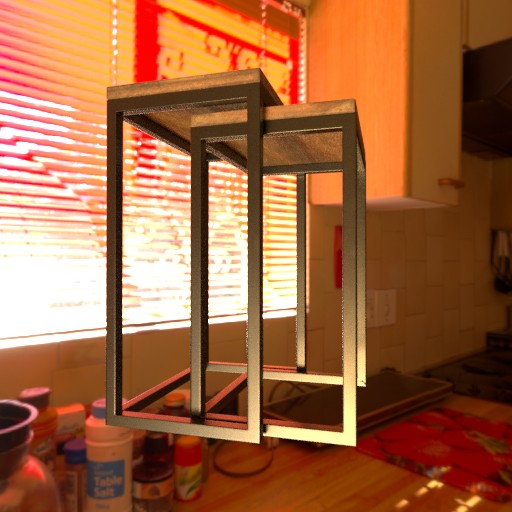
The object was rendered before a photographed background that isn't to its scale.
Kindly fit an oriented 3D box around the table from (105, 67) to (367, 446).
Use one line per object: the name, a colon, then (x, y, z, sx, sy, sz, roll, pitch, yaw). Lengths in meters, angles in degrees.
table: (0.000, 0.000, 0.953, 0.460, 0.615, 0.456, 0, -1, 19)
